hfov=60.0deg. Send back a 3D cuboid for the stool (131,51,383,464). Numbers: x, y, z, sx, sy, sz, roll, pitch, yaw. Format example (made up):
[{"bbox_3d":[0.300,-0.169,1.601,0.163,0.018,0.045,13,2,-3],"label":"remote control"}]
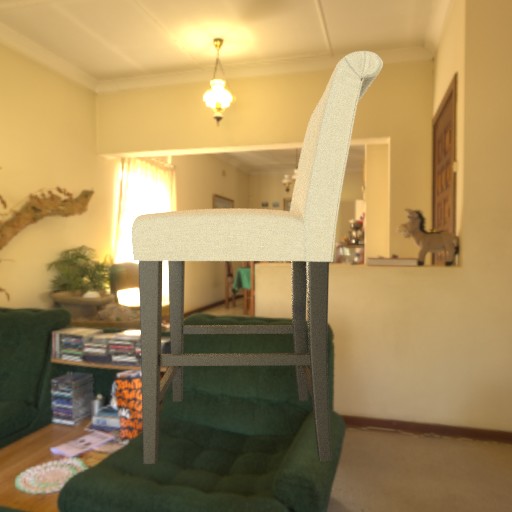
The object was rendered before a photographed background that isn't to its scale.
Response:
[{"bbox_3d":[0.000,0.000,1.266,0.597,0.976,0.452,0,1,-1],"label":"stool"}]
